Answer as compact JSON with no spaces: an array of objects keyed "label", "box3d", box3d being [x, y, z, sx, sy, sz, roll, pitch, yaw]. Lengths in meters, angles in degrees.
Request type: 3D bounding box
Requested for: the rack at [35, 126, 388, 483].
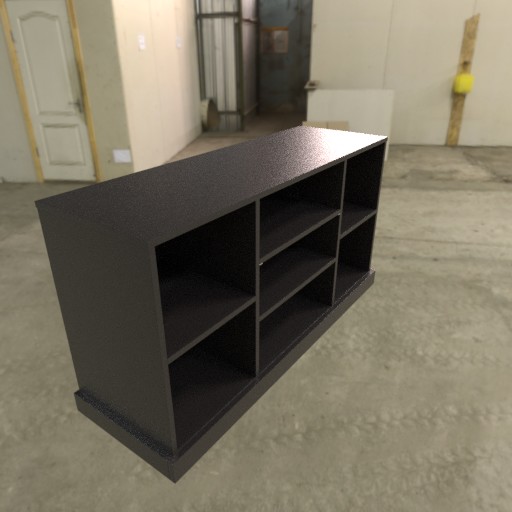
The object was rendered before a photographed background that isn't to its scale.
[{"label":"rack","box3d":[0.000,0.000,1.476,0.399,0.635,1.206,18,32,32]}]
